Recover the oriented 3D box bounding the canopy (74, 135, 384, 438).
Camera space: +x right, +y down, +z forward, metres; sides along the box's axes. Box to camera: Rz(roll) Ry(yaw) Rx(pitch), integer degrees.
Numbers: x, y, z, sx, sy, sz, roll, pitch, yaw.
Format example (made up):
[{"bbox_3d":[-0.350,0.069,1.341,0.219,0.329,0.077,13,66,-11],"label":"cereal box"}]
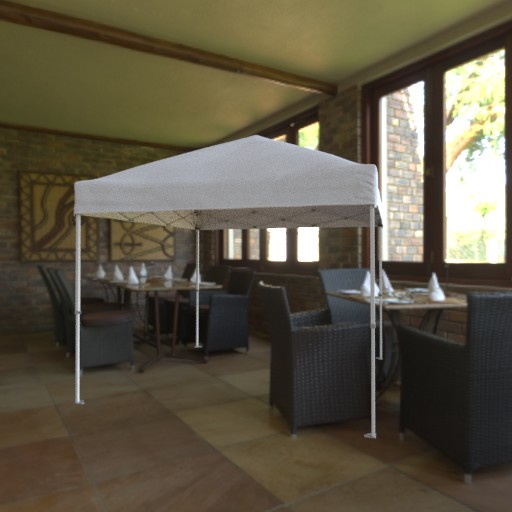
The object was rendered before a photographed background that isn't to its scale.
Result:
[{"bbox_3d":[0.000,0.000,5.495,2.996,2.997,2.998,0,0,17],"label":"canopy"}]
